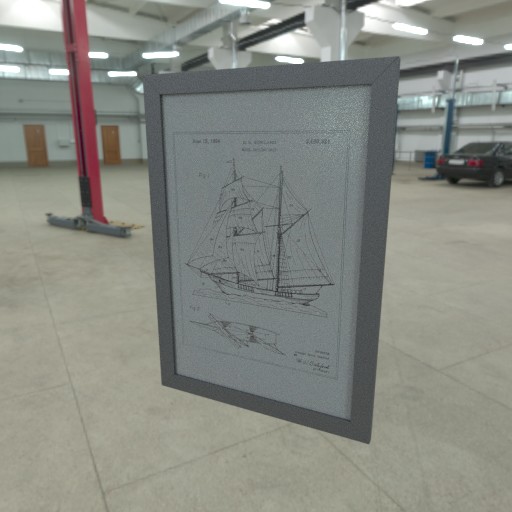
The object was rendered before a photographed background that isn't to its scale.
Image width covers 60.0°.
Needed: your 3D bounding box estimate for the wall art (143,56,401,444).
[{"bbox_3d":[0.000,0.000,0.675,0.380,0.534,0.013,7,16,25],"label":"wall art"}]
